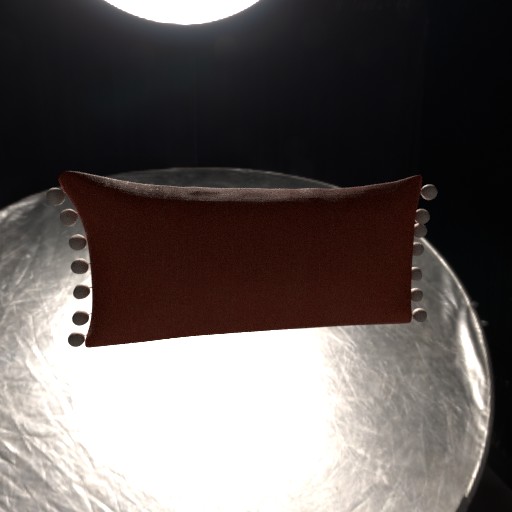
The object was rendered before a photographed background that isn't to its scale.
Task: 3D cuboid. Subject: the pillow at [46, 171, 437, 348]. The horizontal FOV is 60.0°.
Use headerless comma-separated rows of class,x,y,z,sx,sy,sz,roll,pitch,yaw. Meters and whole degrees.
pillow,0.000,0.000,0.835,0.709,0.322,0.201,-2,14,-9
